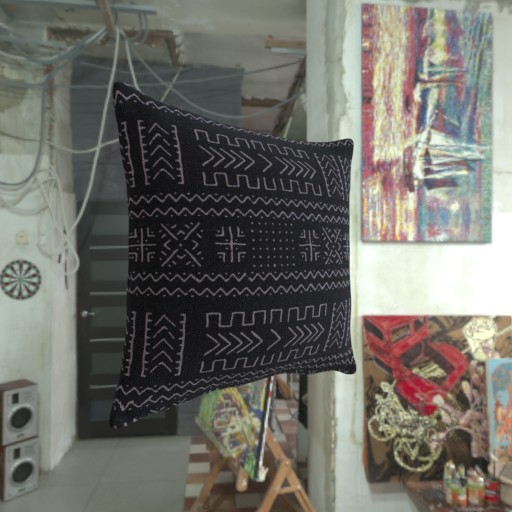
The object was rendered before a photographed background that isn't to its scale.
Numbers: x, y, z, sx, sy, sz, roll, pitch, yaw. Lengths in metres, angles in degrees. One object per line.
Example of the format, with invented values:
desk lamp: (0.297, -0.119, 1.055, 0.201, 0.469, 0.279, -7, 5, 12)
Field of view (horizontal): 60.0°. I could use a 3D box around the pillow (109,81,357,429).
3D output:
pillow: (0.000, 0.000, 0.671, 0.438, 0.430, 0.164, 1, -1, -36)
